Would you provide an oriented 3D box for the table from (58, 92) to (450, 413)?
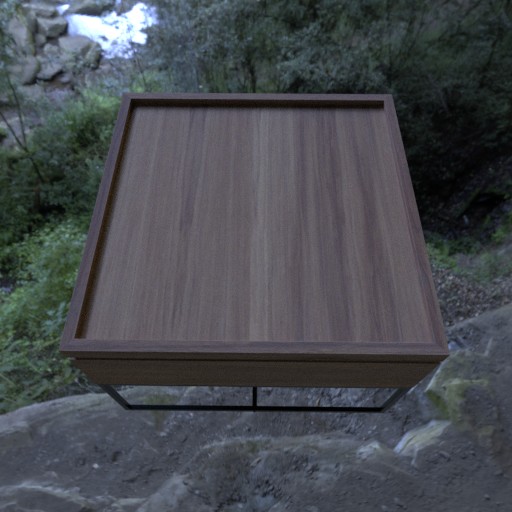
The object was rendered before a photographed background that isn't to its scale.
[{"bbox_3d":[0.000,0.000,1.138,0.676,0.464,0.679,1,59,0],"label":"table"}]
